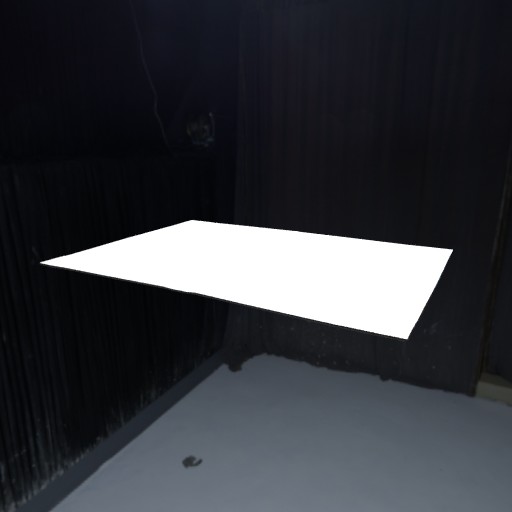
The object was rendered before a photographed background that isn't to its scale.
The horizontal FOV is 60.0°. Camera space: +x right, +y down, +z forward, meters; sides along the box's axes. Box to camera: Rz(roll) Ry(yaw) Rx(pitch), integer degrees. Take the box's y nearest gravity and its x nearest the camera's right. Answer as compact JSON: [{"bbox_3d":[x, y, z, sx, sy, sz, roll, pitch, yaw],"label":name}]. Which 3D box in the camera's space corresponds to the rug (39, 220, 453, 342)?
[{"bbox_3d":[0.000,0.000,3.732,2.869,0.038,2.032,8,18,28],"label":"rug"}]
